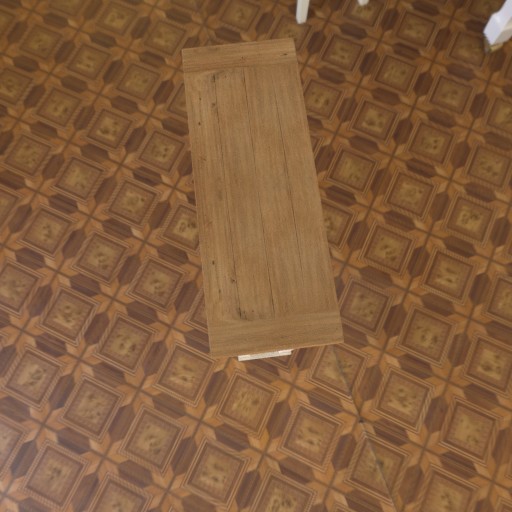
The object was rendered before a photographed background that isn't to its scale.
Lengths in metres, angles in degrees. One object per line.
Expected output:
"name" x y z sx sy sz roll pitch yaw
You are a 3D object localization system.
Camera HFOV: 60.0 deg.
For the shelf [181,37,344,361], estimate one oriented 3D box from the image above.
"shelf" 0.000 0.000 2.281 0.381 1.878 1.022 -7 76 -2
